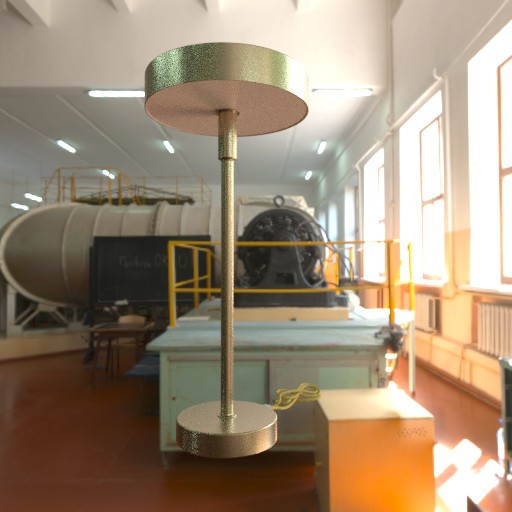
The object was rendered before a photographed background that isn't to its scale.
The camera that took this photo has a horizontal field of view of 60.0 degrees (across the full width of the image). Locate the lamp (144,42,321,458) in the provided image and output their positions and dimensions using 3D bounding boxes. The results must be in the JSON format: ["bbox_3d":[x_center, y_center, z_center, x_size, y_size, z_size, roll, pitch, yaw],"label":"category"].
[{"bbox_3d":[0.000,0.000,0.682,0.229,0.508,0.369,-1,-2,35],"label":"lamp"}]
